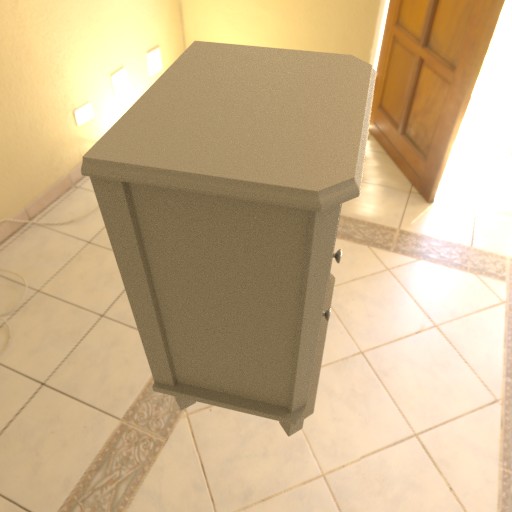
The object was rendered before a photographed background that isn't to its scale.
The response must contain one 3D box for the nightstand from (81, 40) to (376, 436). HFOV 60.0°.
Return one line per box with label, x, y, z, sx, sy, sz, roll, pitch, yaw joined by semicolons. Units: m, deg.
nightstand;0.000;0.000;0.920;0.350;0.680;0.450;10;46;10
